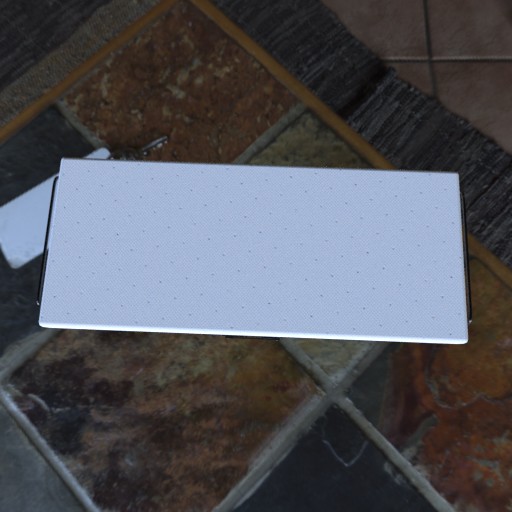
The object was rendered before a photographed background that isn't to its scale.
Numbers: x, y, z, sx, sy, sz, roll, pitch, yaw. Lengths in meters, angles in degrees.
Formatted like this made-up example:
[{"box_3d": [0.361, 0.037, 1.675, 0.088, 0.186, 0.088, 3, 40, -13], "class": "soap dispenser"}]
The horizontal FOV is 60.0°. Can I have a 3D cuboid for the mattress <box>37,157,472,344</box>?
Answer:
[{"box_3d": [0.000, 0.000, 2.473, 2.153, 0.519, 0.922, 2, 78, 0], "class": "mattress"}]
